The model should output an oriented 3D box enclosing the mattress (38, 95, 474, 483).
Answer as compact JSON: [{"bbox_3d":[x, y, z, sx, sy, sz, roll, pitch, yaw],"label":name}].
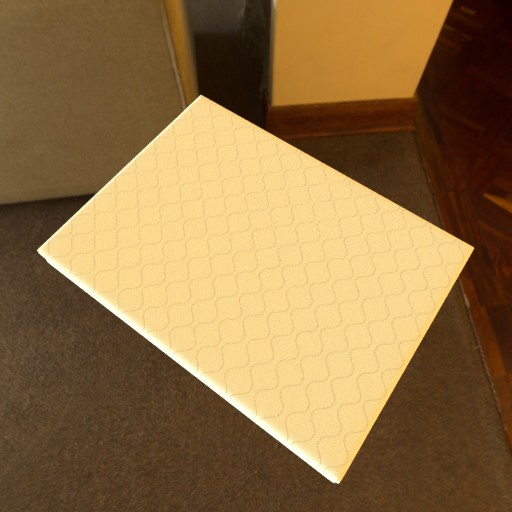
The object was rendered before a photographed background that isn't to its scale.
[{"bbox_3d":[0.000,0.000,2.455,1.900,0.200,1.400,33,68,15],"label":"mattress"}]
